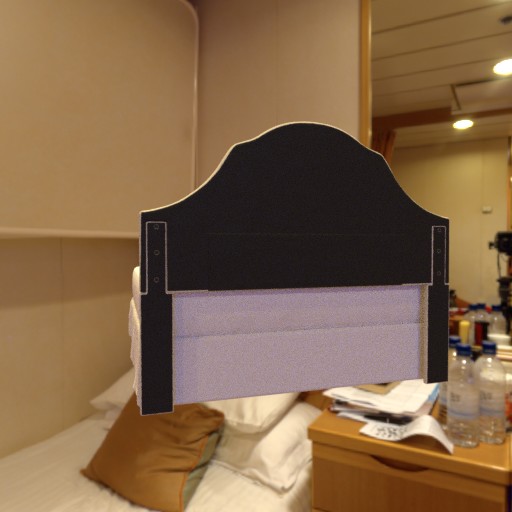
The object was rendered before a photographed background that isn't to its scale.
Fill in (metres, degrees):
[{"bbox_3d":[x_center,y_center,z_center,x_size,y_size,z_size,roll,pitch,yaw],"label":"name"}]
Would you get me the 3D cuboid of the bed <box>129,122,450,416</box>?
[{"bbox_3d":[0.000,0.000,3.648,2.008,1.615,2.214,0,1,-17],"label":"bed"}]
